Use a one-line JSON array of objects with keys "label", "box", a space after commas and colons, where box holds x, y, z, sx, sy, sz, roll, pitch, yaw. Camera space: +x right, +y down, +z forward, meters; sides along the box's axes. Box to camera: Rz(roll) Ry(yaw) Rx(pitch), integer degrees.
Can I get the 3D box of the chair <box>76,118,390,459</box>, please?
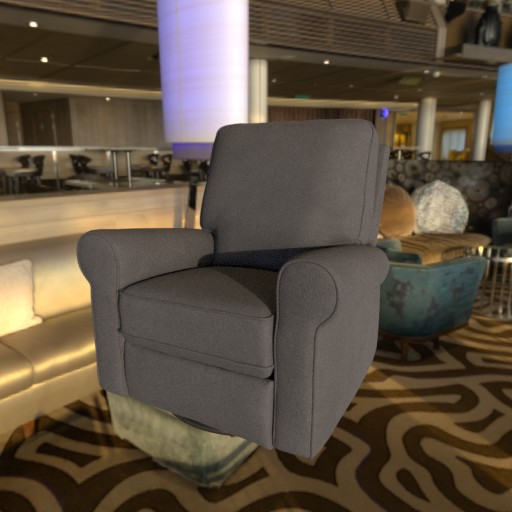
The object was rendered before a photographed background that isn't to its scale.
[{"label": "chair", "box": [0.000, 0.000, 1.586, 0.890, 0.961, 0.878, 7, 15, 27]}]
